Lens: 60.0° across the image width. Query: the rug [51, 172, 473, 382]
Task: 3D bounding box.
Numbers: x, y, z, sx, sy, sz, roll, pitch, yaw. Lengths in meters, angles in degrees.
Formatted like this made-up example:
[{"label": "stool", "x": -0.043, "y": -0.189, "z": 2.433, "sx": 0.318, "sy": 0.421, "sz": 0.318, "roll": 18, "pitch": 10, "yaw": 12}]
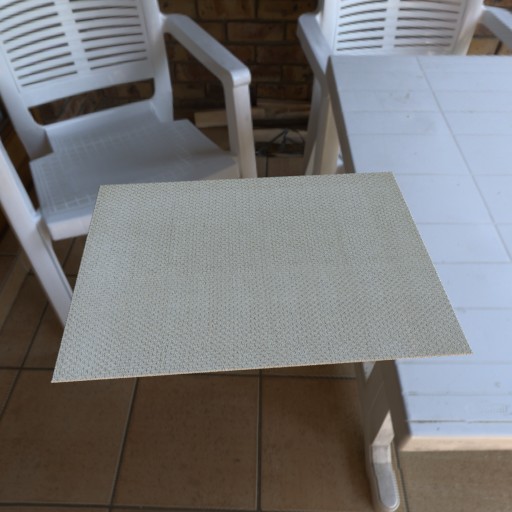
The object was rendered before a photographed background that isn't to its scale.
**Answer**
[{"label": "rug", "x": 0.000, "y": 0.000, "z": 2.743, "sx": 2.144, "sy": 0.013, "sz": 1.509, "roll": -3, "pitch": 49, "yaw": -3}]
